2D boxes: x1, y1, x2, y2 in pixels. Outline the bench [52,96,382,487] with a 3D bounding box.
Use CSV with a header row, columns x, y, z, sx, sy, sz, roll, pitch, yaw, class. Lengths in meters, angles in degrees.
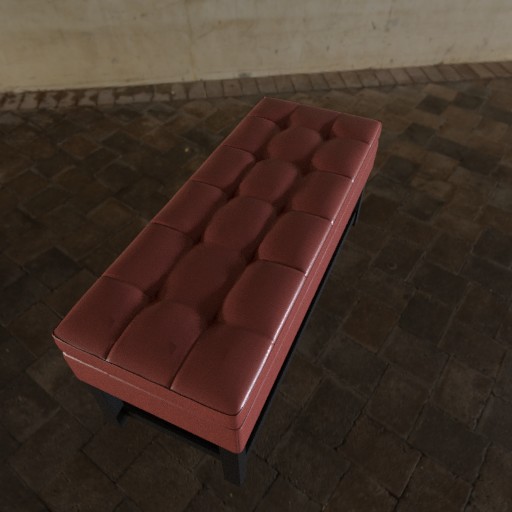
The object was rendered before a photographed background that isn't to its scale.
x,y,z,sx,sy,sz,roll,pitch,yaw,class
0.000,0.000,1.326,0.432,0.460,1.105,18,50,16,bench
